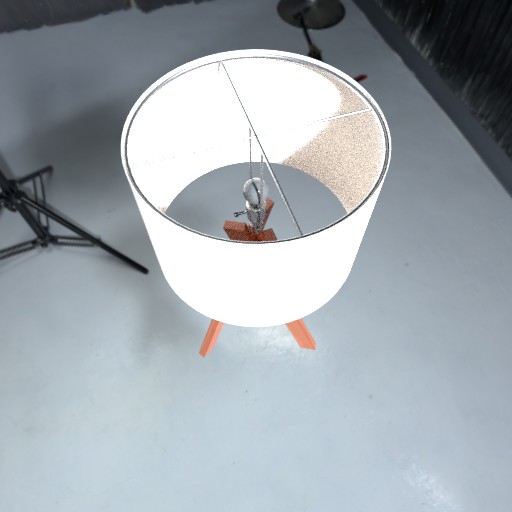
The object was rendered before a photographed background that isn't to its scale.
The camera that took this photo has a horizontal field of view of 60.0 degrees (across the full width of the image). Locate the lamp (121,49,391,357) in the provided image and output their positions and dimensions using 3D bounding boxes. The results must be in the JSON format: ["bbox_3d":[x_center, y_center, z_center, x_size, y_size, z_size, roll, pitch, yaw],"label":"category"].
[{"bbox_3d":[0.000,0.000,0.924,0.380,0.686,0.380,-16,60,-9],"label":"lamp"}]
